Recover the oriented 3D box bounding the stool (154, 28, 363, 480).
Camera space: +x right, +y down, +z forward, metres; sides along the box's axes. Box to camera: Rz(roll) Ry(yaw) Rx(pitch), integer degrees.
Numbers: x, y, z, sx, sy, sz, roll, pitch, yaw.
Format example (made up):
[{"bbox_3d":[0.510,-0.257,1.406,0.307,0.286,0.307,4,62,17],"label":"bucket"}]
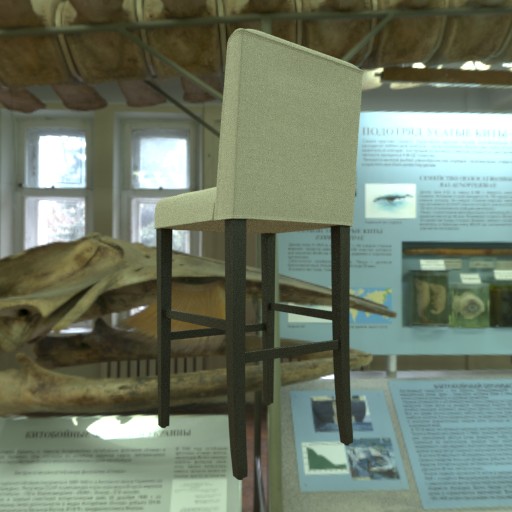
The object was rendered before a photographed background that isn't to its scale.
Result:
[{"bbox_3d":[0.000,0.000,1.385,0.474,1.116,0.509,1,-1,-34],"label":"stool"}]
